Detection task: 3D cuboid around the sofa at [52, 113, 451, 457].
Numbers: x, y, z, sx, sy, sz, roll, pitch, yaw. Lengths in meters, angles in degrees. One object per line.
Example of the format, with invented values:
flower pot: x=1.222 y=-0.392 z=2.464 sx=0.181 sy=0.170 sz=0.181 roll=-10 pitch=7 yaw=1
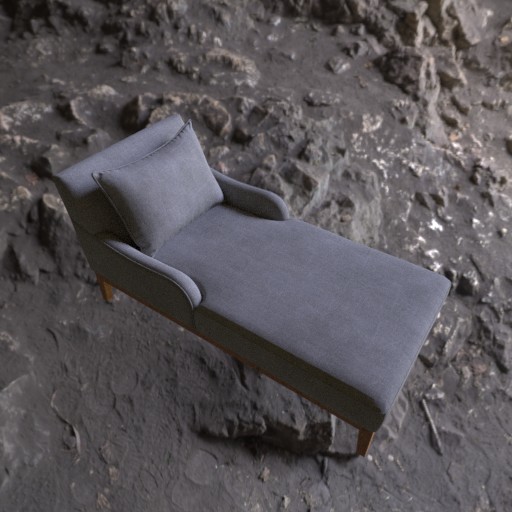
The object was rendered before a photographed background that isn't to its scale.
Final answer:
sofa: x=0.000 y=0.000 z=2.272 sx=1.779 sy=0.859 sz=0.894 roll=24 pitch=47 yaw=25
